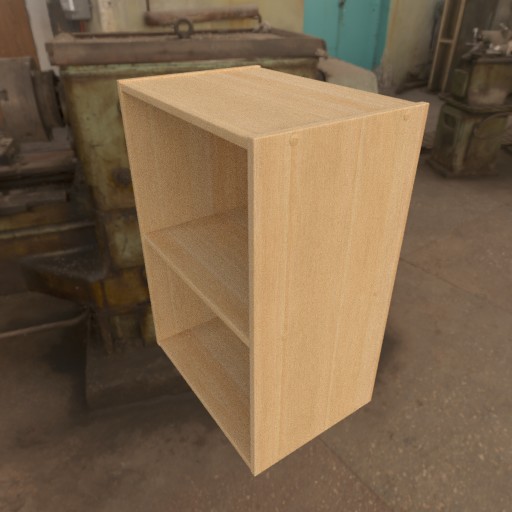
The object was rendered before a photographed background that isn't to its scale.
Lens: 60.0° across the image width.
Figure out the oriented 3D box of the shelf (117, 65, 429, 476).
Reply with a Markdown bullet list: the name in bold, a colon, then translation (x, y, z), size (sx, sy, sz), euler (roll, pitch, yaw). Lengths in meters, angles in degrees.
- **shelf**: translation (0.000, 0.000, 0.830), size (0.290, 0.592, 0.414), euler (-20, 37, -29)
